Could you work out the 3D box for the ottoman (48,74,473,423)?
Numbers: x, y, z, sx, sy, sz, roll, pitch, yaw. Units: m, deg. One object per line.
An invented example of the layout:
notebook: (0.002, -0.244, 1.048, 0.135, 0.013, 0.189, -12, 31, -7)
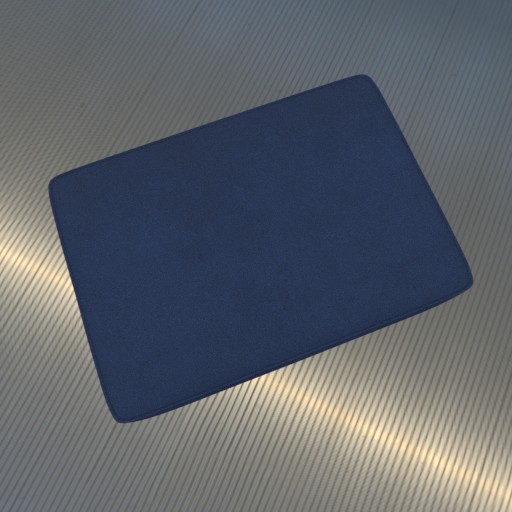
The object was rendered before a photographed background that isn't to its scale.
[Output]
ottoman: (0.000, 0.000, 1.388, 0.965, 0.584, 0.686, -20, 76, -5)
